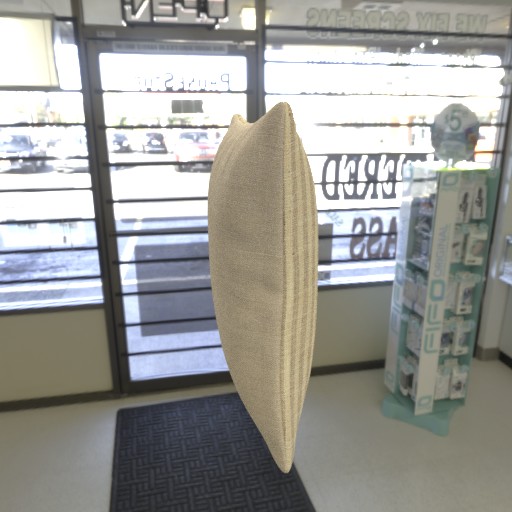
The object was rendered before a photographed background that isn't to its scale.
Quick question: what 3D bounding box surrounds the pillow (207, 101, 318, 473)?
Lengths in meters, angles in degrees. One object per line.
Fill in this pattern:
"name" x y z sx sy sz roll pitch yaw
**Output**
"pillow" 0.000 0.000 0.809 0.166 0.510 0.523 -2 16 -8
